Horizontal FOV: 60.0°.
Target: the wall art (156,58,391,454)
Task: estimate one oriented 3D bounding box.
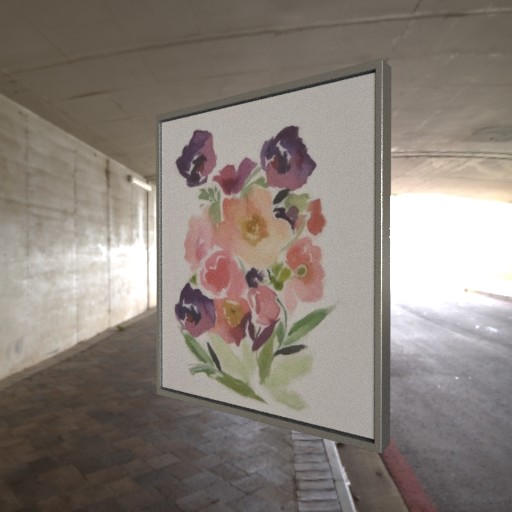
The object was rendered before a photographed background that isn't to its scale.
[{"bbox_3d":[0.000,0.000,0.759,0.452,0.549,0.038,0,1,35],"label":"wall art"}]
